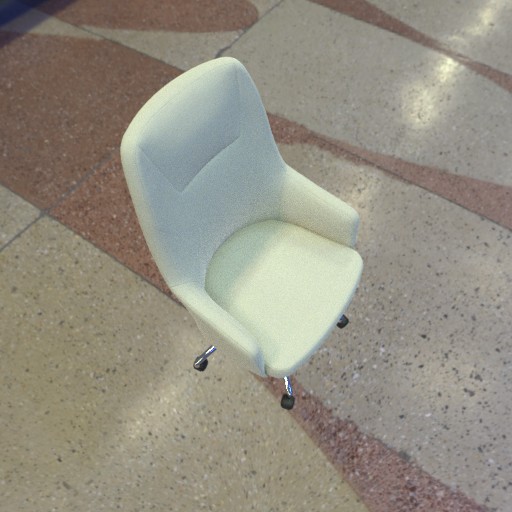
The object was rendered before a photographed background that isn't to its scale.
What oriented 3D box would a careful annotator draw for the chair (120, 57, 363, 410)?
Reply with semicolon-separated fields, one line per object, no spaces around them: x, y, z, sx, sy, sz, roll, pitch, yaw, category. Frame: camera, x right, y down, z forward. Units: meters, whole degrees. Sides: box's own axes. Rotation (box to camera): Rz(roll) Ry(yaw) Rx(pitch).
0.000;0.000;1.426;0.640;1.049;0.620;31;63;18;chair
